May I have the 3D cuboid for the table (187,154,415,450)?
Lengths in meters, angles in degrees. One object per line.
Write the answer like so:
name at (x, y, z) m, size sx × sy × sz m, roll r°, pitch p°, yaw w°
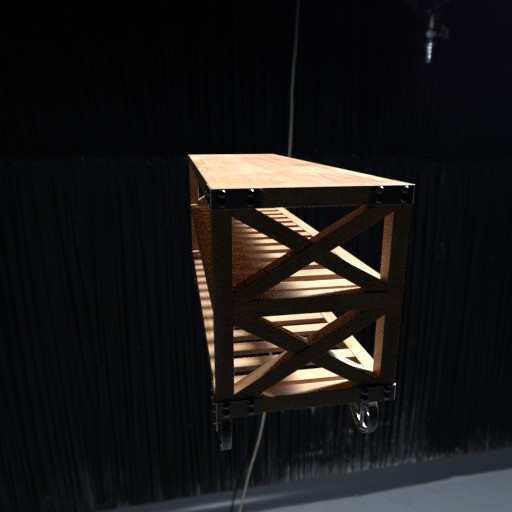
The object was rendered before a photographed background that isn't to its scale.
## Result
table at (0.000, 0.000, 1.740) m, size 0.467 × 0.711 × 1.487 m, roll -3°, pitch 16°, yaw -10°
